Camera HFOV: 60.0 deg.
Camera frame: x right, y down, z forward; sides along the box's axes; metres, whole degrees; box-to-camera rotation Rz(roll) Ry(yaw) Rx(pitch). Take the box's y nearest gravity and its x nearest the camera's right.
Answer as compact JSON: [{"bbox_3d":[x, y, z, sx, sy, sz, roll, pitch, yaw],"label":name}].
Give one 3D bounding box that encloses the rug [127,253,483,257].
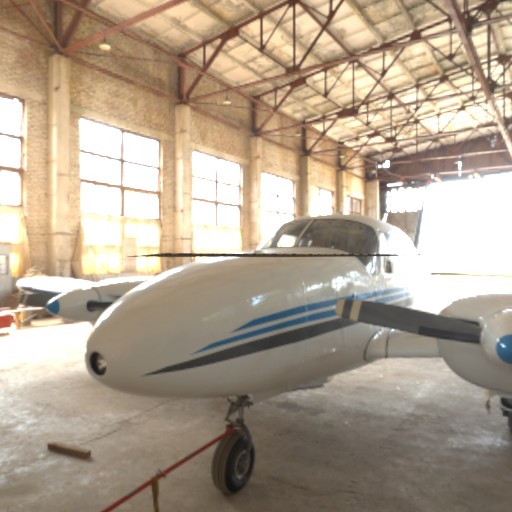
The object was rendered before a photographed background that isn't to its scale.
[{"bbox_3d":[0.000,0.000,2.261,1.177,0.004,1.750,0,0,-19],"label":"rug"}]
